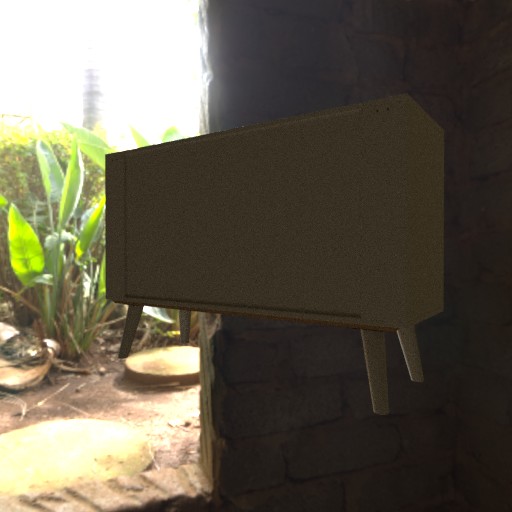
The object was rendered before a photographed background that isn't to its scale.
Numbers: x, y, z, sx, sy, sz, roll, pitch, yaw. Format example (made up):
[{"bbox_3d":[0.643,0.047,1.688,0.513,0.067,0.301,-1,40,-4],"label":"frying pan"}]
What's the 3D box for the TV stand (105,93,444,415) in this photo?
[{"bbox_3d":[0.000,0.000,1.604,1.193,0.812,0.406,0,1,35],"label":"TV stand"}]
